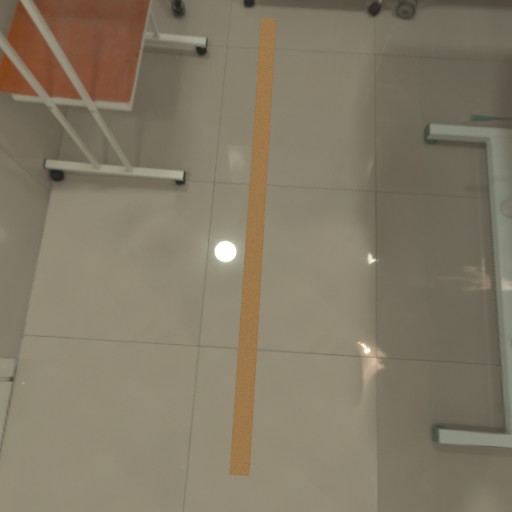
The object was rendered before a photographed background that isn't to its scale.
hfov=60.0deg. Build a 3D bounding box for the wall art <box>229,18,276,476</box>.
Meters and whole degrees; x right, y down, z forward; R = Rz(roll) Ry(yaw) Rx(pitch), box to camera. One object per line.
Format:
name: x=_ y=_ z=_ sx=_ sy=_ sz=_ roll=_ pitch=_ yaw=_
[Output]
wall art: x=0.000 y=0.000 z=1.145 sx=0.033 sy=0.608 sz=0.915 roll=3 pitch=75 yaw=1
